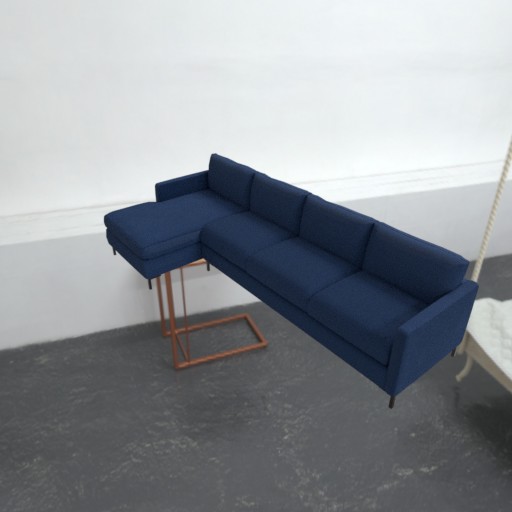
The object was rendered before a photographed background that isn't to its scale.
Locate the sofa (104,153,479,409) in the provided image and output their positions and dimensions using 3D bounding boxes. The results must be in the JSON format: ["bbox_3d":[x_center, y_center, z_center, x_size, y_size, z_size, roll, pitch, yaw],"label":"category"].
[{"bbox_3d":[0.000,0.000,2.932,1.128,0.679,2.450,-22,37,-33],"label":"sofa"}]
